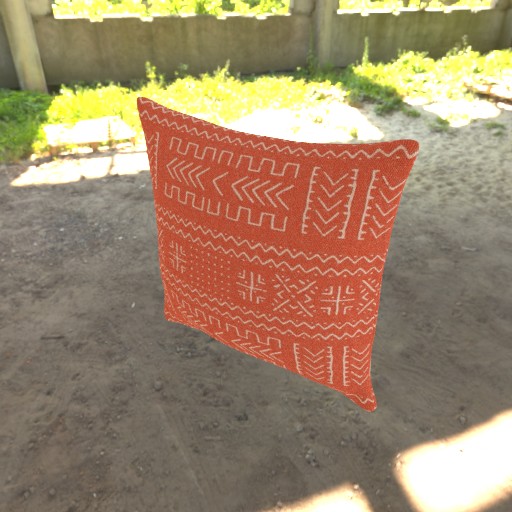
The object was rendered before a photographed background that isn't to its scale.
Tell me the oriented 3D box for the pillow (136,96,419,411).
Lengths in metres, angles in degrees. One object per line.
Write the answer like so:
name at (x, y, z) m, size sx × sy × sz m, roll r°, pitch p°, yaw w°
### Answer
pillow at (0.000, 0.000, 0.683) m, size 0.438 × 0.429 × 0.164 m, roll 18°, pitch 35°, yaw 29°
